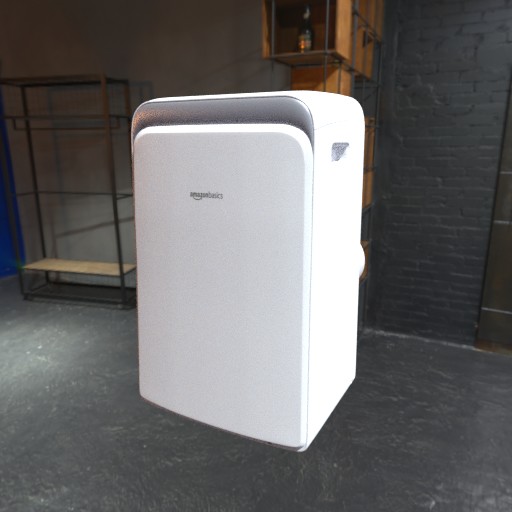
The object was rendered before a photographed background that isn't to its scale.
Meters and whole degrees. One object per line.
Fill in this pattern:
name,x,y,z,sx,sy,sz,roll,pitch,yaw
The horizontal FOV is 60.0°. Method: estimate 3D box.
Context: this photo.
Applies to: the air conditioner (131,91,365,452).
air conditioner,0.000,0.000,1.107,0.478,0.765,0.467,7,16,26
